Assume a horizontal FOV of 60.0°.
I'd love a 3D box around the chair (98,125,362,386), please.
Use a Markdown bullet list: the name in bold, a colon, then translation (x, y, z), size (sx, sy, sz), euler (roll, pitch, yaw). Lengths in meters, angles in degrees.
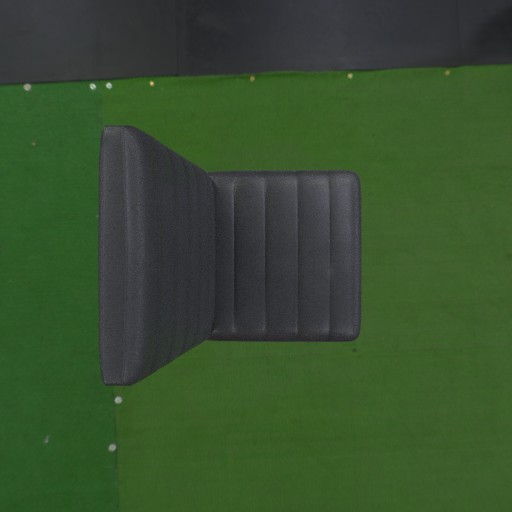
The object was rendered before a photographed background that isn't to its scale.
- **chair**: translation (0.000, 0.000, 1.305), size (0.634, 0.930, 0.520), euler (0, 90, -1)
